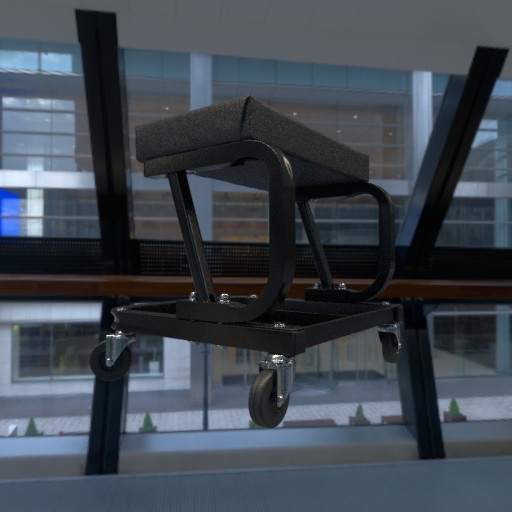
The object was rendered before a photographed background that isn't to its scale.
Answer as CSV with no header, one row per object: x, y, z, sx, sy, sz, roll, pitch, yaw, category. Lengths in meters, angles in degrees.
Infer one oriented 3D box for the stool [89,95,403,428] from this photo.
0.000,0.000,0.738,0.371,0.380,0.446,-1,-1,36,stool
